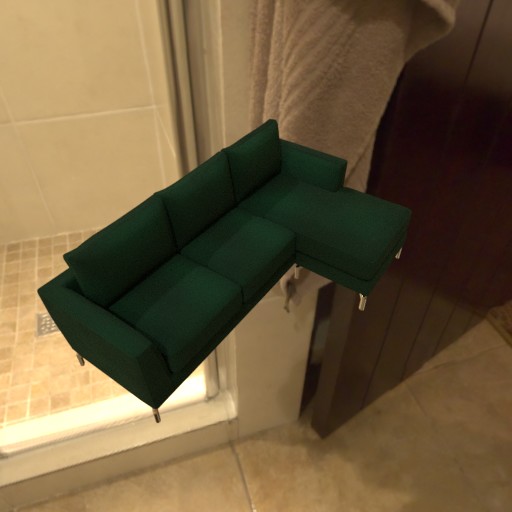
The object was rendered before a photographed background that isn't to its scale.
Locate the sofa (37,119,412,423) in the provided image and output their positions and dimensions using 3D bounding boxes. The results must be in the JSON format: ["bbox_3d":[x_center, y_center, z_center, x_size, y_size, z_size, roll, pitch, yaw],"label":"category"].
[{"bbox_3d":[0.000,0.000,3.204,1.489,1.007,2.441,25,48,25],"label":"sofa"}]
